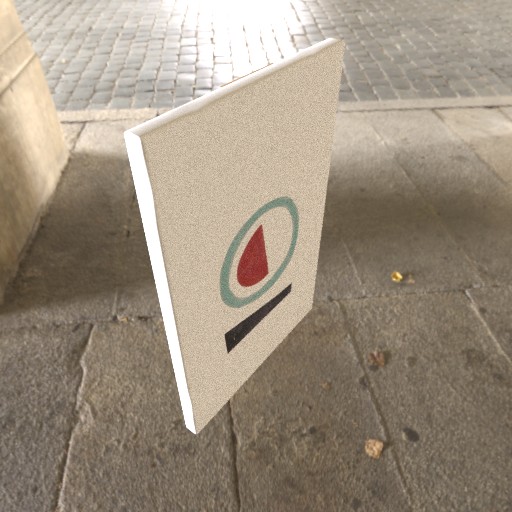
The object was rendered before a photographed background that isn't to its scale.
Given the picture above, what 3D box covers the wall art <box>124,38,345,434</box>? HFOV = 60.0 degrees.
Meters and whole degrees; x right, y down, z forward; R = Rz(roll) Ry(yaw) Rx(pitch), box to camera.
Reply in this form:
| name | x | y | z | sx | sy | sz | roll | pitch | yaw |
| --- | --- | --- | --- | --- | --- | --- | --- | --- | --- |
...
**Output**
| name | x | y | z | sx | sy | sz | roll | pitch | yaw |
| --- | --- | --- | --- | --- | --- | --- | --- | --- | --- |
| wall art | 0.000 | 0.000 | 1.131 | 0.048 | 0.902 | 0.602 | 27 | 49 | 27 |
